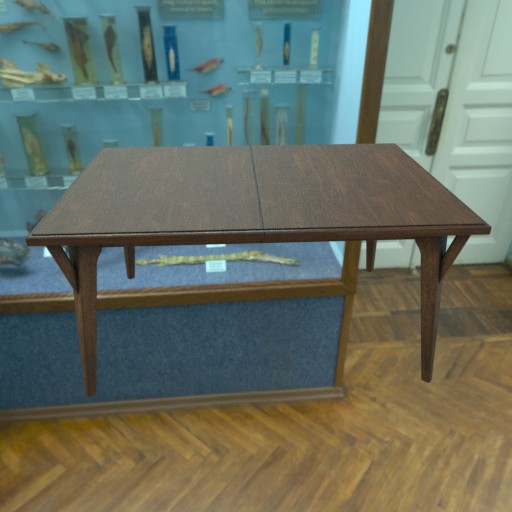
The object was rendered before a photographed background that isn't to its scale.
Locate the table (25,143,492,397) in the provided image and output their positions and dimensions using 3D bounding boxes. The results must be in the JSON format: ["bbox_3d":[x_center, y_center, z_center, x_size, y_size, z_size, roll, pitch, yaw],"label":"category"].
[{"bbox_3d":[0.000,0.000,2.058,1.524,0.761,0.990,-2,30,-3],"label":"table"}]
